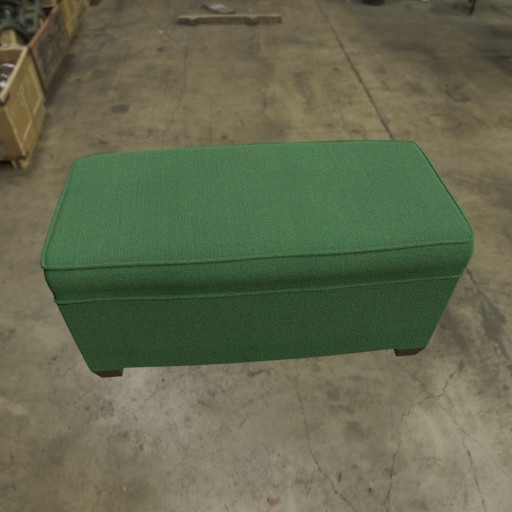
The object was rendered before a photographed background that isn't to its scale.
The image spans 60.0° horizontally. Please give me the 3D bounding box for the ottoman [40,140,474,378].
[{"bbox_3d":[0.000,0.000,1.231,0.957,0.471,0.483,-3,45,-3],"label":"ottoman"}]
